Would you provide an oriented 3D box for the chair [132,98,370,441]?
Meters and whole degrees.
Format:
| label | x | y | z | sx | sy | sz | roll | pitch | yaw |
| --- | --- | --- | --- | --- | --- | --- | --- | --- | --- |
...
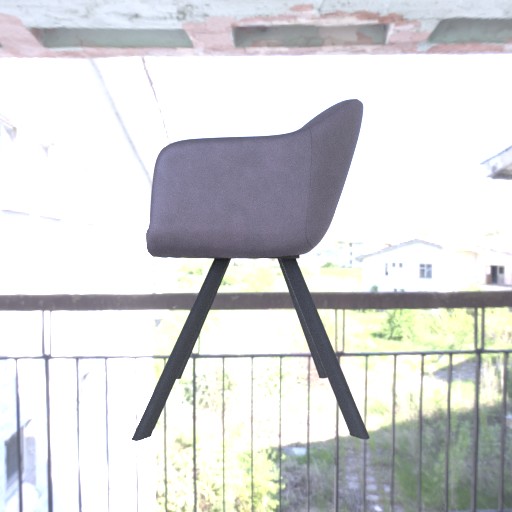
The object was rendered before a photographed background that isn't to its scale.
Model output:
| label | x | y | z | sx | sy | sz | roll | pitch | yaw |
| --- | --- | --- | --- | --- | --- | --- | --- | --- | --- |
| chair | 0.000 | 0.000 | 1.183 | 0.544 | 0.781 | 0.567 | 0 | 1 | -1 |
